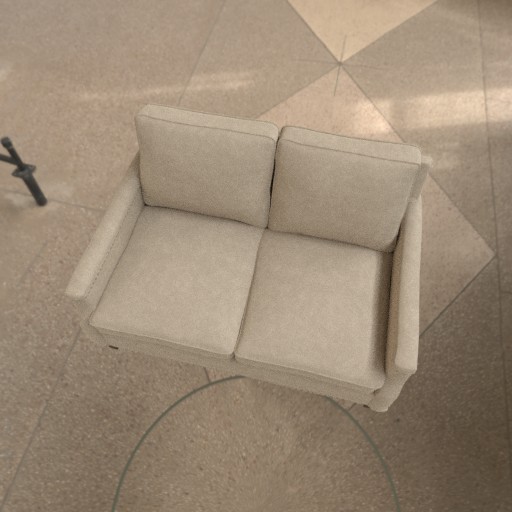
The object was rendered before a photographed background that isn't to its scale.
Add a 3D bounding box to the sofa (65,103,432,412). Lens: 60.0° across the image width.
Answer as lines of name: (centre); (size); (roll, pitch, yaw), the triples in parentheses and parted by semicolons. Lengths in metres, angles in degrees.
sofa: (0.000, 0.000, 2.260); (1.597, 1.002, 1.084); (11, 60, 7)
